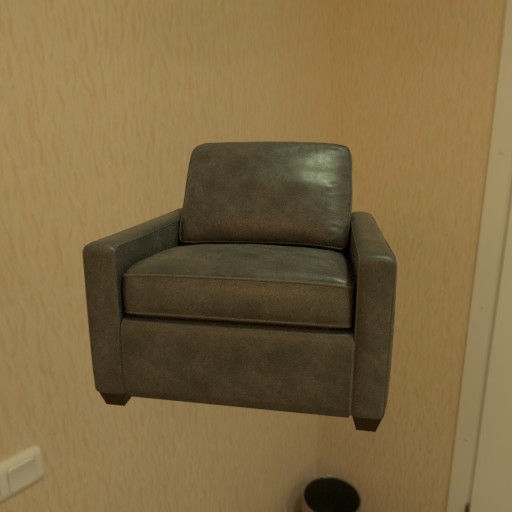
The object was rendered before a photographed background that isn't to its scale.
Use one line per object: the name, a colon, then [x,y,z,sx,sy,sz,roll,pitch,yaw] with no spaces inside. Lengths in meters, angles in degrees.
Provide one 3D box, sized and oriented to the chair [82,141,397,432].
chair: [0.000,0.000,1.808,1.006,0.916,0.939,2,14,9]
